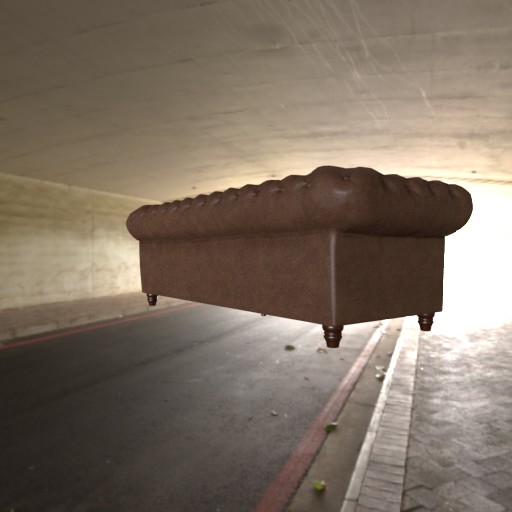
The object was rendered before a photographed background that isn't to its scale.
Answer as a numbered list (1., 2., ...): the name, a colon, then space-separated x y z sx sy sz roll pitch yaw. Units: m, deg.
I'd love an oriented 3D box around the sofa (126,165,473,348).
1. sofa: 0.000 0.000 2.852 0.944 0.783 2.385 0 0 -36
